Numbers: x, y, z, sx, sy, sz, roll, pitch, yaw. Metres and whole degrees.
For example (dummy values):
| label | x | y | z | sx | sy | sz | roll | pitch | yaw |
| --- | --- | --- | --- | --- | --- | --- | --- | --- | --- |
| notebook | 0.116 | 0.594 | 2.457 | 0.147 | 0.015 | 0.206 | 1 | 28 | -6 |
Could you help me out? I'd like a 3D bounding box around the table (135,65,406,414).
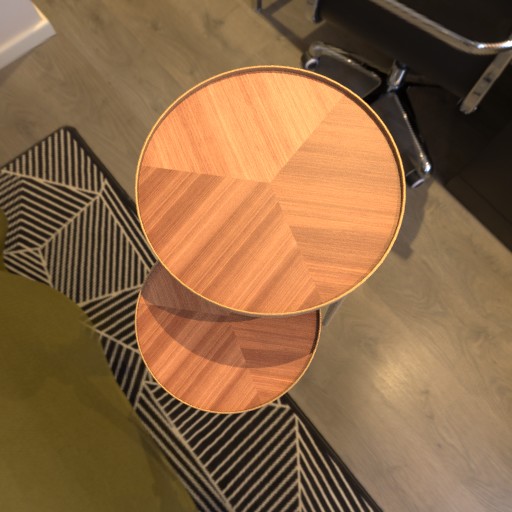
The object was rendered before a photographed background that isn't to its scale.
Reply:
| label | x | y | z | sx | sy | sz | roll | pitch | yaw |
| --- | --- | --- | --- | --- | --- | --- | --- | --- | --- |
| table | 0.000 | 0.000 | 1.118 | 0.532 | 0.555 | 0.751 | 19 | 76 | 5 |
